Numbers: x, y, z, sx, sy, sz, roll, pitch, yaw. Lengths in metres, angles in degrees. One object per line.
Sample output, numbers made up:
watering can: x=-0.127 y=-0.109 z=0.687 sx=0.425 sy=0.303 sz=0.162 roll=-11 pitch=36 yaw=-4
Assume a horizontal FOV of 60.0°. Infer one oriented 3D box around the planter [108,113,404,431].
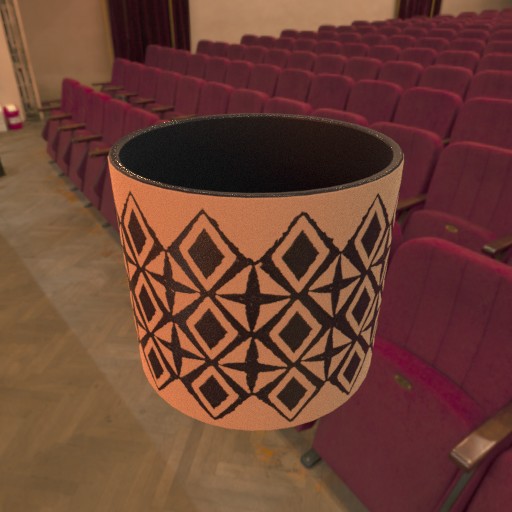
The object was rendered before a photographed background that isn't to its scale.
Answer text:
planter: x=0.000 y=0.000 z=0.281 sx=0.159 sy=0.144 sz=0.159 roll=0 pitch=29 yaw=0
